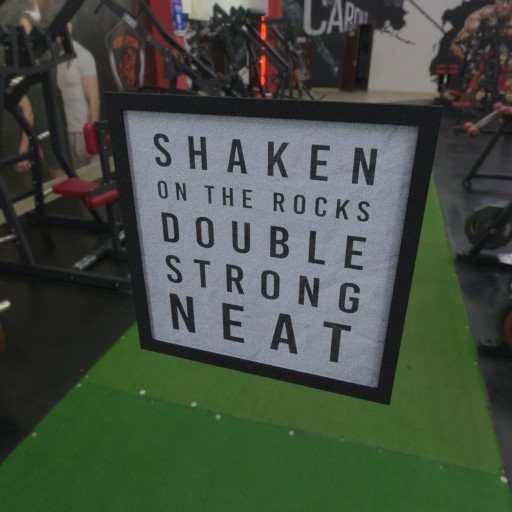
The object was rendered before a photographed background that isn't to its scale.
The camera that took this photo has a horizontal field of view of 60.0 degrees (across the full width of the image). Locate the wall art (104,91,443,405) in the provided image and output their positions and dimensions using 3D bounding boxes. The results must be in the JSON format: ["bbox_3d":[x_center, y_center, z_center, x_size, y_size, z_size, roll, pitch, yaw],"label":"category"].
[{"bbox_3d":[0.000,0.000,0.679,0.456,0.458,0.013,8,28,16],"label":"wall art"}]
